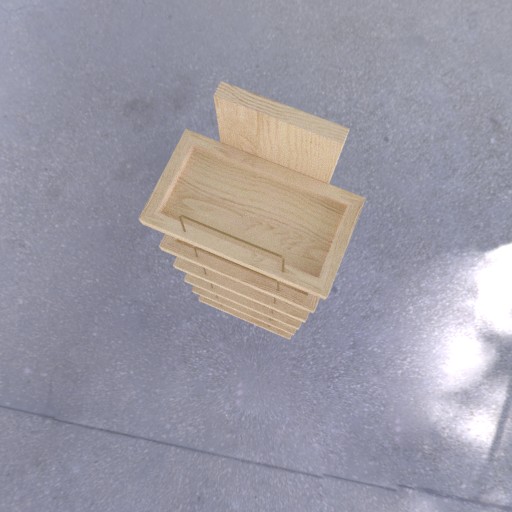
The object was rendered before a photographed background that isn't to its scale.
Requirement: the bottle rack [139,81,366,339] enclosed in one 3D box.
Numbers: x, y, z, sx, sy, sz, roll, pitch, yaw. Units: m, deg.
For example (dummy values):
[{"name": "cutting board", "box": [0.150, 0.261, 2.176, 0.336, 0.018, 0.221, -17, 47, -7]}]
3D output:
[{"name": "bottle rack", "box": [0.000, 0.000, 1.061, 0.330, 0.943, 0.206, 22, 76, 6]}]
